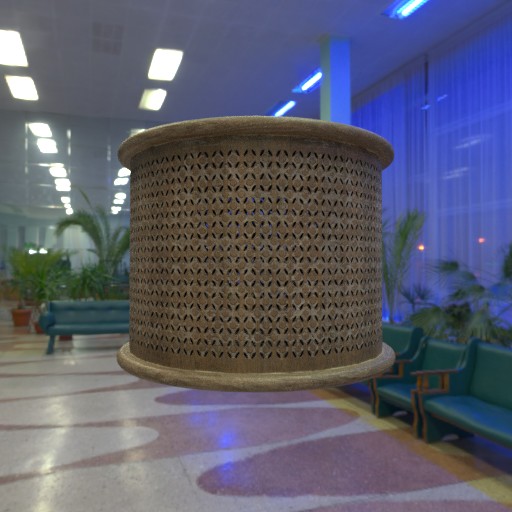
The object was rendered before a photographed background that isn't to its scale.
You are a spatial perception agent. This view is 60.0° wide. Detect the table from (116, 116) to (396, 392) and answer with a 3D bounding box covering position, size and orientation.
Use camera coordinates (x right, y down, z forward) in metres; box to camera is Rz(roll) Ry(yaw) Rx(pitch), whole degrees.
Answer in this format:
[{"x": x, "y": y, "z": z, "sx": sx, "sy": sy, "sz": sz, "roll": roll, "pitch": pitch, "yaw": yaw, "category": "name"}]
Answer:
[{"x": 0.000, "y": 0.000, "z": 1.014, "sx": 0.607, "sy": 0.450, "sz": 0.607, "roll": 0, "pitch": -1, "yaw": 0, "category": "table"}]
